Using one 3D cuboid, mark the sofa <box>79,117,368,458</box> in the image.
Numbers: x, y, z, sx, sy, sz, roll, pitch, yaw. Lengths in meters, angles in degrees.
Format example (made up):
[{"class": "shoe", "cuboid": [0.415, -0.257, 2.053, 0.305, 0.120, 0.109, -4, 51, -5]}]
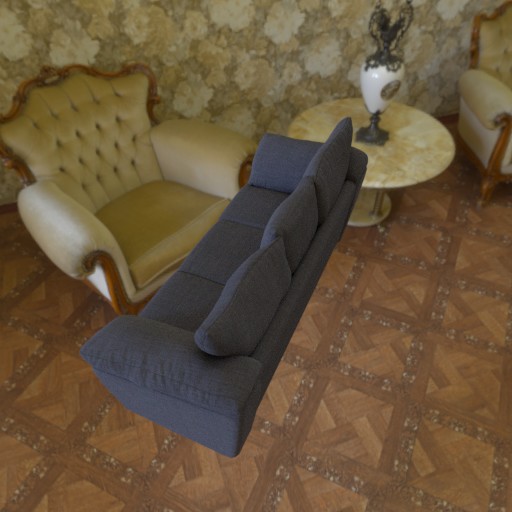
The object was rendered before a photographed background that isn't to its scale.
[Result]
[{"class": "sofa", "cuboid": [0.000, 0.000, 2.898, 0.883, 1.080, 2.336, 17, 46, 17]}]
